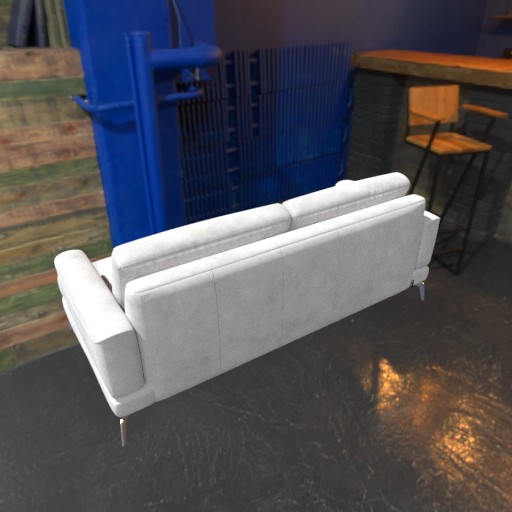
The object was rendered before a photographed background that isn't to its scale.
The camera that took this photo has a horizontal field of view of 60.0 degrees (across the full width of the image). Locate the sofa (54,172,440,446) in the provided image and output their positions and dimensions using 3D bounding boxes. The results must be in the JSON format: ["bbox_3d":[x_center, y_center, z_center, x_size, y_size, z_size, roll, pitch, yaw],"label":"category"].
[{"bbox_3d":[0.000,0.000,2.519,2.013,0.830,0.980,-18,34,-28],"label":"sofa"}]
